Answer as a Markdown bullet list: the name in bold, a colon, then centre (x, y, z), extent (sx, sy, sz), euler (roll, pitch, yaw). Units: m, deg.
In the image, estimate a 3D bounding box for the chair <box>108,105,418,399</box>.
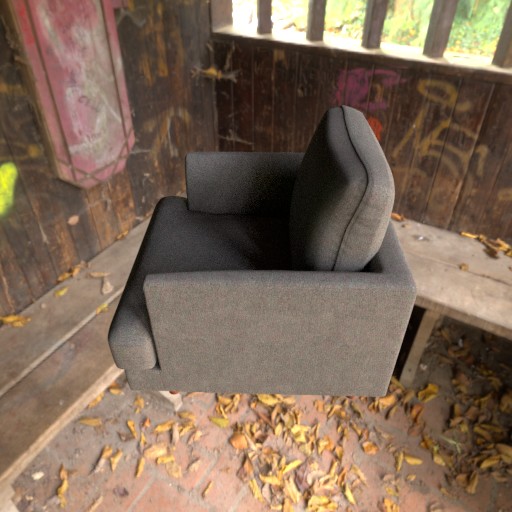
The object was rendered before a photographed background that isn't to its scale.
- **chair**: centre (0.000, 0.000, 1.643), extent (0.899, 0.957, 0.858), euler (1, 39, 1)
